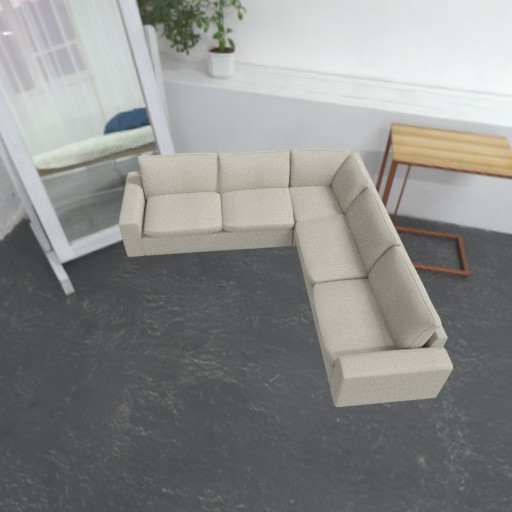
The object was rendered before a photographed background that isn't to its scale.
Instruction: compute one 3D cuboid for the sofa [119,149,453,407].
[{"bbox_3d":[0.000,0.000,4.852,3.066,0.918,3.206,-4,45,-4],"label":"sofa"}]
